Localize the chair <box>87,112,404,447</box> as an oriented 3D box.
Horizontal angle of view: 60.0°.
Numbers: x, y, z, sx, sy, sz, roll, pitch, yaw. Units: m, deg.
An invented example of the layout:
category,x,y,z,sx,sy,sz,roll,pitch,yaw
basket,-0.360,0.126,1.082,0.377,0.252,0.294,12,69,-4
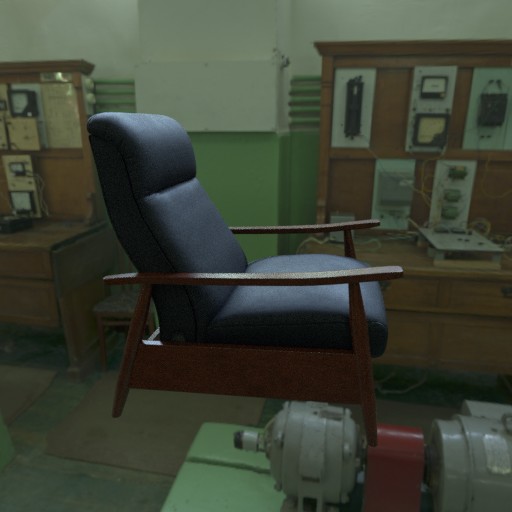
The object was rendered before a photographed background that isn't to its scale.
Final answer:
category,x,y,z,sx,sy,sz,roll,pitch,yaw
chair,0.000,0.000,1.762,1.014,1.082,0.762,3,17,9
